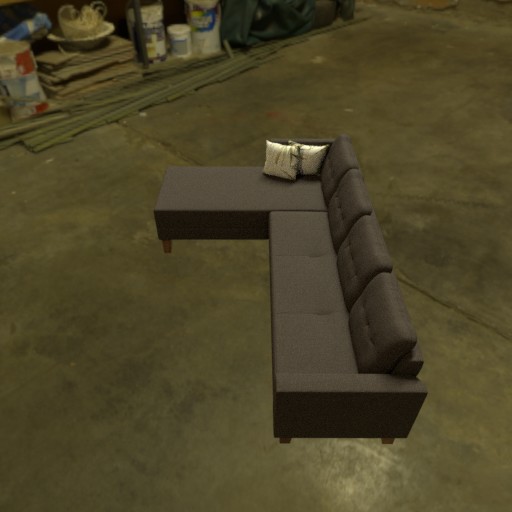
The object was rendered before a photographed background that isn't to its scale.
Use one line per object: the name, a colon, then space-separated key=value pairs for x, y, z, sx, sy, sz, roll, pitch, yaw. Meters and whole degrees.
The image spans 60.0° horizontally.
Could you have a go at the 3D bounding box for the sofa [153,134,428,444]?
sofa: x=0.000 y=0.000 z=3.473 sx=1.829 sy=0.932 sz=2.679 roll=0 pitch=41 yaw=0
